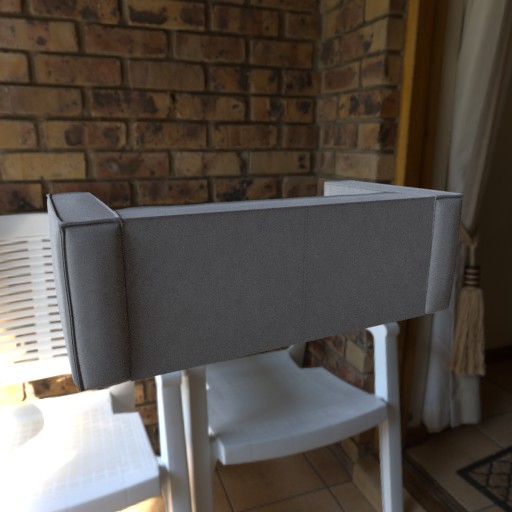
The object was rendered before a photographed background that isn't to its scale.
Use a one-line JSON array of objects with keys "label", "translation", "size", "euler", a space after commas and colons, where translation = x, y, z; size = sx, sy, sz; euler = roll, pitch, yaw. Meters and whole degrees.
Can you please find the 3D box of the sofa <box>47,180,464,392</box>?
[{"label": "sofa", "translation": [0.000, 0.000, 2.395], "size": [1.995, 0.680, 1.038], "euler": [-7, 16, -25]}]
